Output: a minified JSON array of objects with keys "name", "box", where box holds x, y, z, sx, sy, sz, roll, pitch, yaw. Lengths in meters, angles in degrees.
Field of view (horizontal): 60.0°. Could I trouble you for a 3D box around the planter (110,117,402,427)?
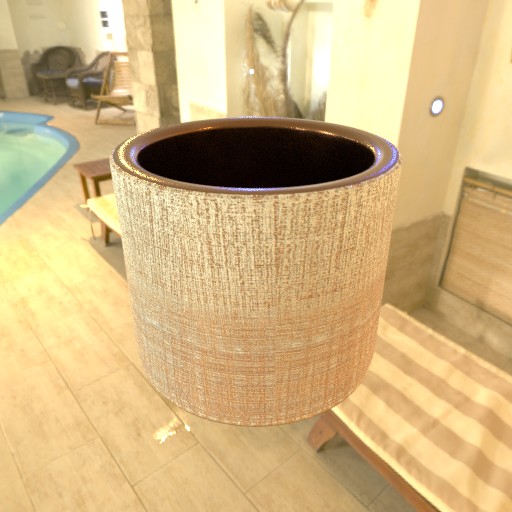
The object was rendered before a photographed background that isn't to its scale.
[{"name":"planter","box":[0.000,0.000,0.190,0.109,0.096,0.109,0,29,0]}]
